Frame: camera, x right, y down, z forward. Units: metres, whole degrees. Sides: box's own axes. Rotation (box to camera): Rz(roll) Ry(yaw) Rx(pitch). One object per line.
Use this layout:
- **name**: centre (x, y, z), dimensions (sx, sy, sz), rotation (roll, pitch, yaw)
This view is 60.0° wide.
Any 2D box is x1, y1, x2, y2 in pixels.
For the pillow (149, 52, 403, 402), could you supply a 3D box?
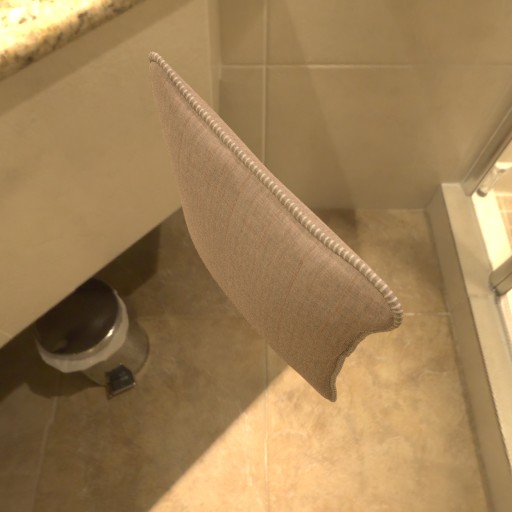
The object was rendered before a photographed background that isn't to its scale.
- **pillow**: centre (0.000, 0.000, 0.726), dimensions (0.124, 0.494, 0.485), rotation (-34, 67, -17)
